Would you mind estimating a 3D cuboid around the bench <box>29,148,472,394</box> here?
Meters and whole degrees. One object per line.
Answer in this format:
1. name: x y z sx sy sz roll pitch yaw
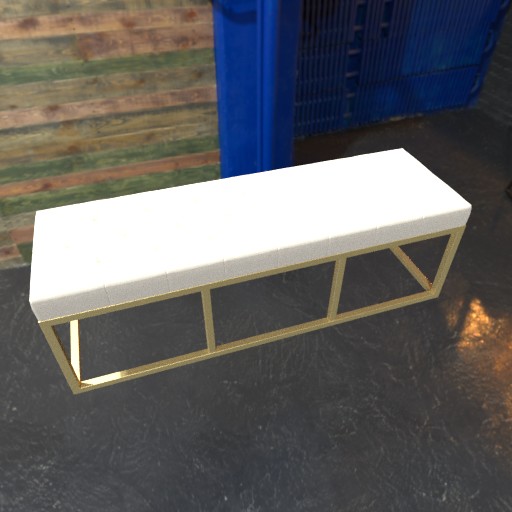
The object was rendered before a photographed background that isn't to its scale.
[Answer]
1. bench: 0.000 0.000 1.699 1.473 0.484 0.457 -12 43 -14
